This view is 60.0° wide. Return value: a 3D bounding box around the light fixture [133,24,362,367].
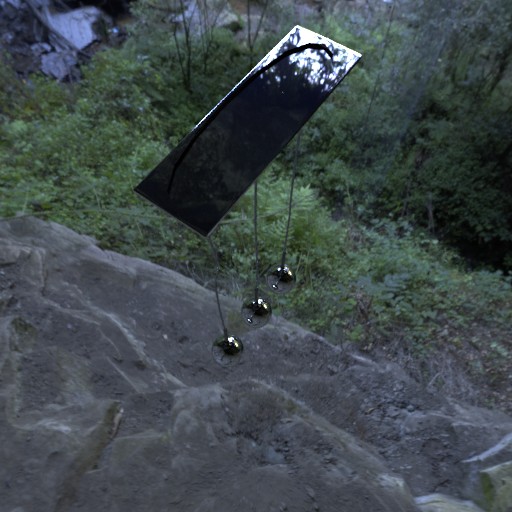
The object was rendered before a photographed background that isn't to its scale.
[{"bbox_3d":[0.000,0.000,1.617,0.188,1.408,0.623,33,69,15],"label":"light fixture"}]
